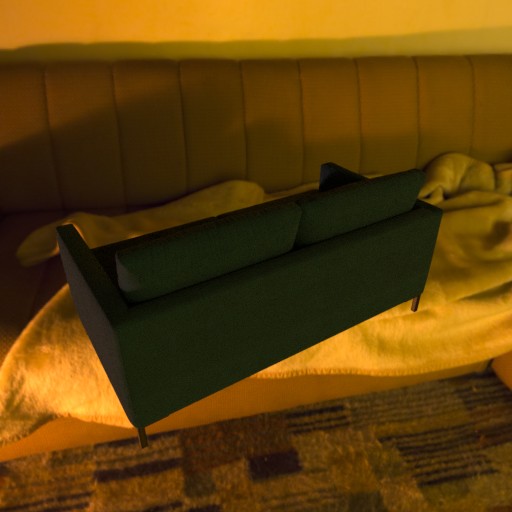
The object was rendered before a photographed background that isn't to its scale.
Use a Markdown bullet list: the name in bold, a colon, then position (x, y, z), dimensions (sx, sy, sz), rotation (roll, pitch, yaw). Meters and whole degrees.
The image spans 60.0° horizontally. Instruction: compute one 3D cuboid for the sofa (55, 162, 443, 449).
- **sofa**: position (0.000, 0.000, 2.204), dimensions (1.676, 0.817, 0.875), rotation (-18, 35, -28)
